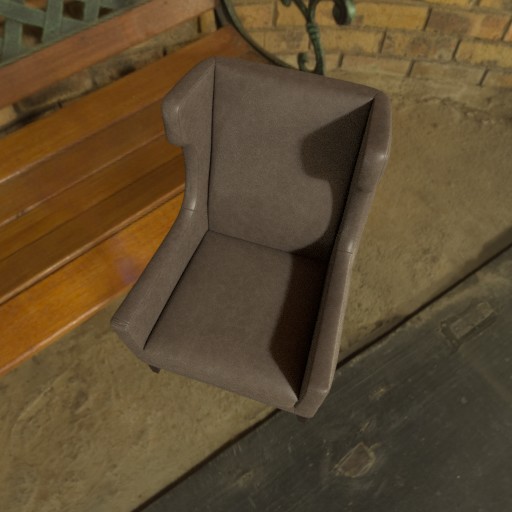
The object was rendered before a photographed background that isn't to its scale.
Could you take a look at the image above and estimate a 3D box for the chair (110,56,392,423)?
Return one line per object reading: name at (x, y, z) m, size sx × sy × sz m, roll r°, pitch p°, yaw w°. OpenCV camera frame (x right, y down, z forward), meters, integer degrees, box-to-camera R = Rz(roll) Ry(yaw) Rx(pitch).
chair at (0.000, 0.000, 1.671) m, size 0.769 × 1.079 × 0.899 m, roll 16°, pitch 60°, yaw 9°
